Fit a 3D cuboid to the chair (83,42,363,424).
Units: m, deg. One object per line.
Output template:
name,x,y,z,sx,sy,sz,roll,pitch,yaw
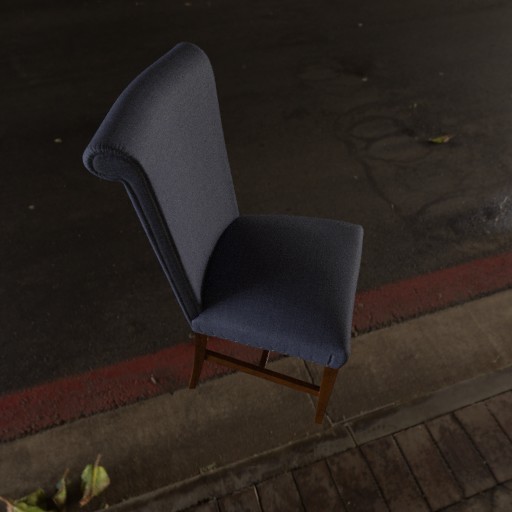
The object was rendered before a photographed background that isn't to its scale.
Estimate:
chair,0.000,0.000,1.298,0.608,0.988,0.513,10,48,9
